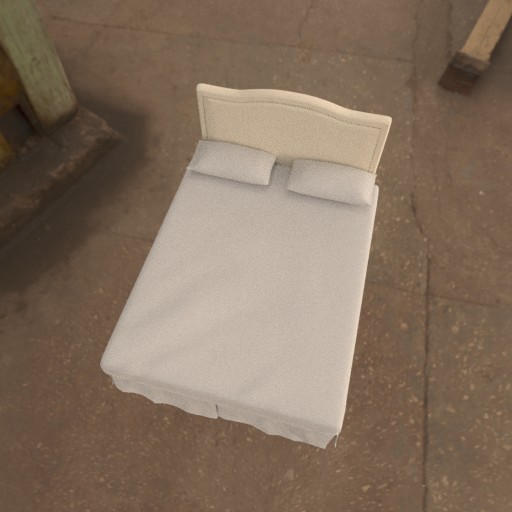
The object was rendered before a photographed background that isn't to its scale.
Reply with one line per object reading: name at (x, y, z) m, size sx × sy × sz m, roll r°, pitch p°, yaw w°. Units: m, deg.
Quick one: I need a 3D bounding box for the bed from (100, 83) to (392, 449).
bed at (0.000, 0.000, 3.729) m, size 1.977 × 1.437 × 2.477 m, roll 13°, pitch 60°, yaw 8°
